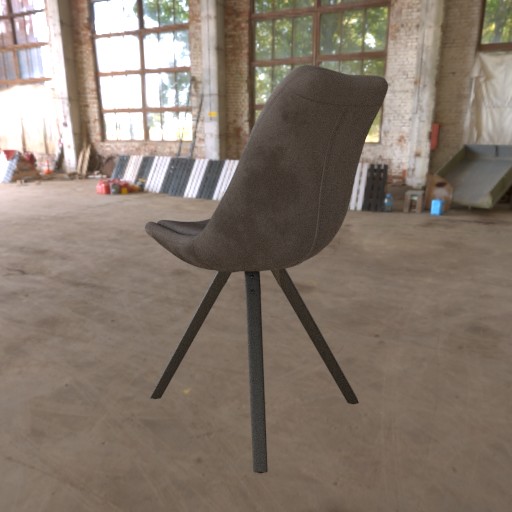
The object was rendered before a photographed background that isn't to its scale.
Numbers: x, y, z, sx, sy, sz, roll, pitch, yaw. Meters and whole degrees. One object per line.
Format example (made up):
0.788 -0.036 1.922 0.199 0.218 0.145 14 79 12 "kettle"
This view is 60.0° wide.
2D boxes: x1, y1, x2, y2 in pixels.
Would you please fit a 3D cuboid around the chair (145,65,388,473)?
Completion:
0.000 0.000 1.151 0.476 0.850 0.550 -15 22 -43 "chair"
